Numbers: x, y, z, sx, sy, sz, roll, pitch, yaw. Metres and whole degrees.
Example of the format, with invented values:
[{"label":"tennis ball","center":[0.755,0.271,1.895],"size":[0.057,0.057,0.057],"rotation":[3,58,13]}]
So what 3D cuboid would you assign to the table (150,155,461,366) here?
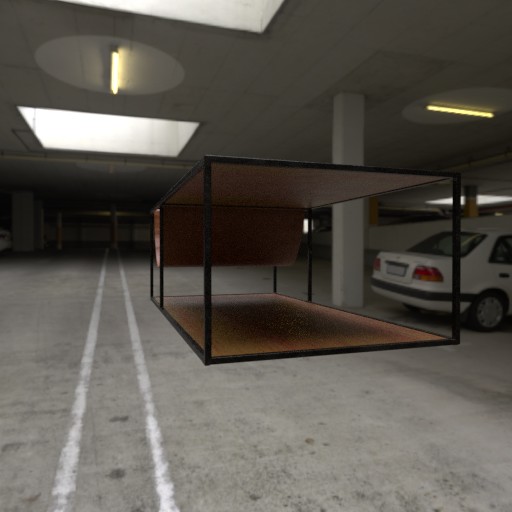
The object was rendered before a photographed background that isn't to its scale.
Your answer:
[{"label":"table","center":[0.000,0.000,1.496],"size":[0.597,0.403,1.199],"rotation":[0,1,-18]}]
